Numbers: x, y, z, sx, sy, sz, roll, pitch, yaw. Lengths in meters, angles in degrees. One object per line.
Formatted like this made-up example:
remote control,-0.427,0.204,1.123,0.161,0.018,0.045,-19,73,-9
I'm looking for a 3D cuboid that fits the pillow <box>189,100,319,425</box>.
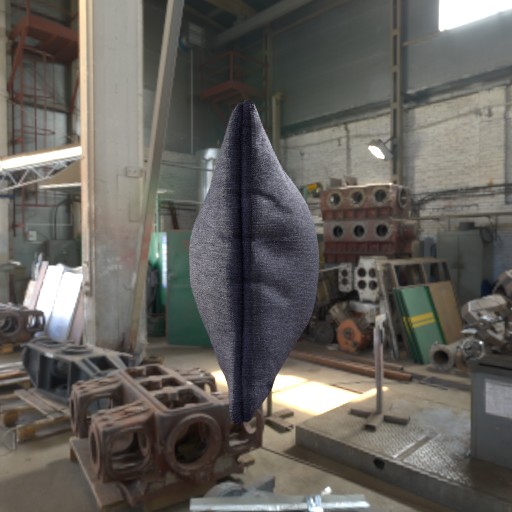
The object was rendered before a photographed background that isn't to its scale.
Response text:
pillow,0.000,0.000,0.769,0.210,0.338,0.633,0,1,1
